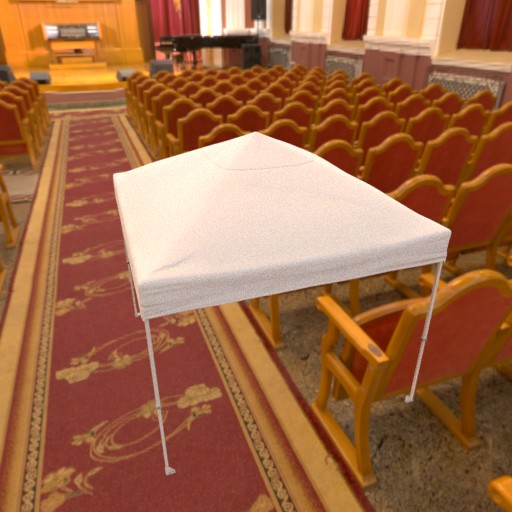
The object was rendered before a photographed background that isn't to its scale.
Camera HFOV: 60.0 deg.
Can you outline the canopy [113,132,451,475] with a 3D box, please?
[{"bbox_3d":[0.000,0.000,5.430,2.998,2.997,2.996,-9,29,-17],"label":"canopy"}]
